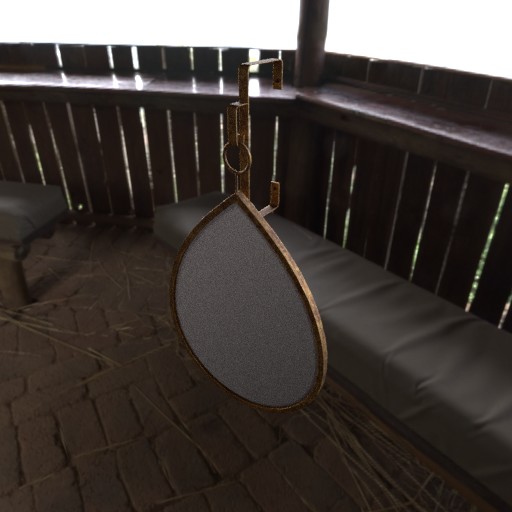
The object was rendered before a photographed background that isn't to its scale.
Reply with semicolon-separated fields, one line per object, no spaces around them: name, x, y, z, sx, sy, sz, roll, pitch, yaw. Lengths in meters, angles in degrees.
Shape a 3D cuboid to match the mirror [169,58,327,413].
mirror;0.000;0.000;0.925;0.405;0.744;0.144;18;34;29
